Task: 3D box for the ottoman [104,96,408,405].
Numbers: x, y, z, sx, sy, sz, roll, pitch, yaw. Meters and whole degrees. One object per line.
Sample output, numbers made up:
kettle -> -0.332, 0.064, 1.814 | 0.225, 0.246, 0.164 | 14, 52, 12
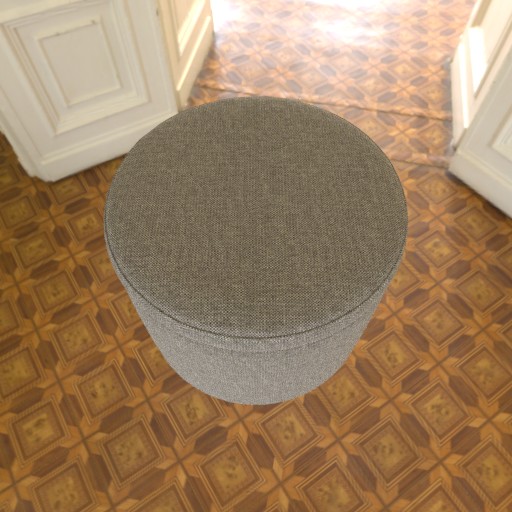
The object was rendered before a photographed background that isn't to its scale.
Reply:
ottoman -> 0.000, 0.000, 0.917 | 0.520, 0.430, 0.520 | 0, 59, 0
